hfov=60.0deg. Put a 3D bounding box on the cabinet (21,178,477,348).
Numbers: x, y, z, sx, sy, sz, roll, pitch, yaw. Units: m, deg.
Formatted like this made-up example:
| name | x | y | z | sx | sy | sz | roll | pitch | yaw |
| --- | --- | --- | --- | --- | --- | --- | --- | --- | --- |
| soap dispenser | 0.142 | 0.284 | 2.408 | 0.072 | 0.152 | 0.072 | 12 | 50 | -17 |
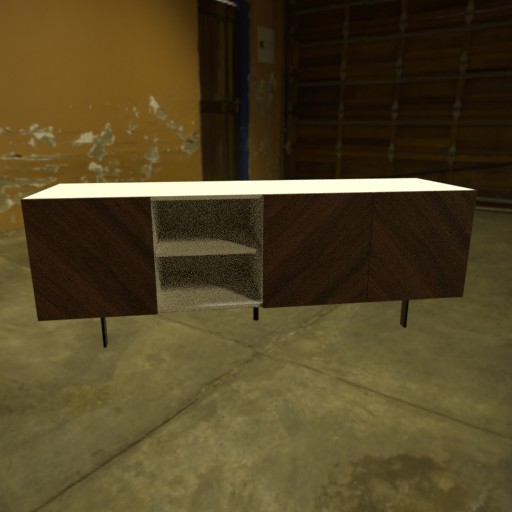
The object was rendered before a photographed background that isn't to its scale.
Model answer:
| name | x | y | z | sx | sy | sz | roll | pitch | yaw |
| --- | --- | --- | --- | --- | --- | --- | --- | --- | --- |
| cabinet | 0.000 | 0.000 | 1.718 | 1.499 | 0.533 | 0.431 | -2 | 16 | -8 |
